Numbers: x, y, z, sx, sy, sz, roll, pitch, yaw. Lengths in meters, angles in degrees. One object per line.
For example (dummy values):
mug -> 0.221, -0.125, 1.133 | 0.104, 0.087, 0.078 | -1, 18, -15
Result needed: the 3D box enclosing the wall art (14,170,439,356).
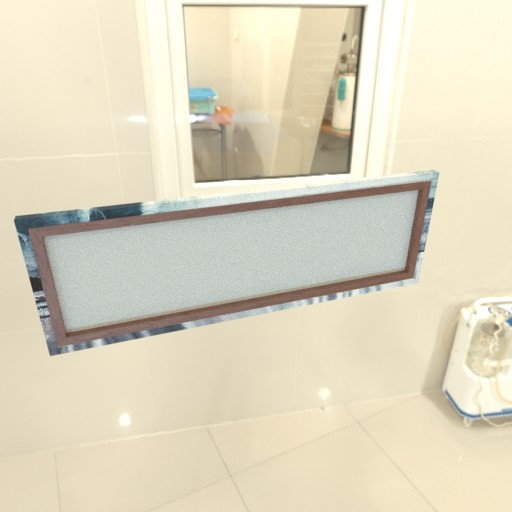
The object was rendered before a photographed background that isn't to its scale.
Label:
wall art -> 0.000, 0.000, 1.659 | 1.524, 0.509, 0.037 | -9, 28, -17
